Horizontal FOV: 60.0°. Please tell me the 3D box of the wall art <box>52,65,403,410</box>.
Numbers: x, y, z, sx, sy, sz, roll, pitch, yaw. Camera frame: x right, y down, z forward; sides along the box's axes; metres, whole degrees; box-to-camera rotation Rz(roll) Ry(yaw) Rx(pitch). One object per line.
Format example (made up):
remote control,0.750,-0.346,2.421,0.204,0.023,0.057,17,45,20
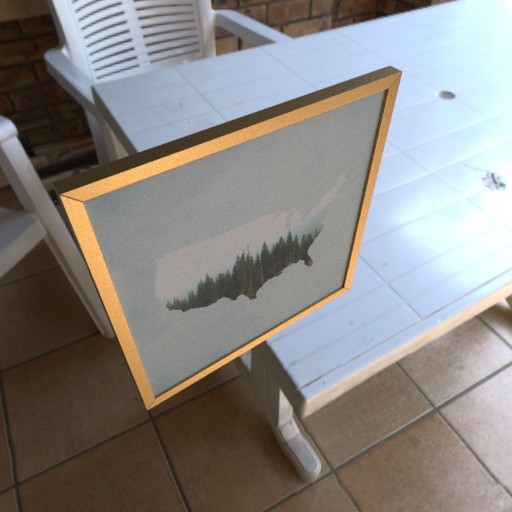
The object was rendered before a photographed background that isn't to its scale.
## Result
wall art,0.000,0.000,1.118,0.762,0.762,0.038,-27,52,-23
